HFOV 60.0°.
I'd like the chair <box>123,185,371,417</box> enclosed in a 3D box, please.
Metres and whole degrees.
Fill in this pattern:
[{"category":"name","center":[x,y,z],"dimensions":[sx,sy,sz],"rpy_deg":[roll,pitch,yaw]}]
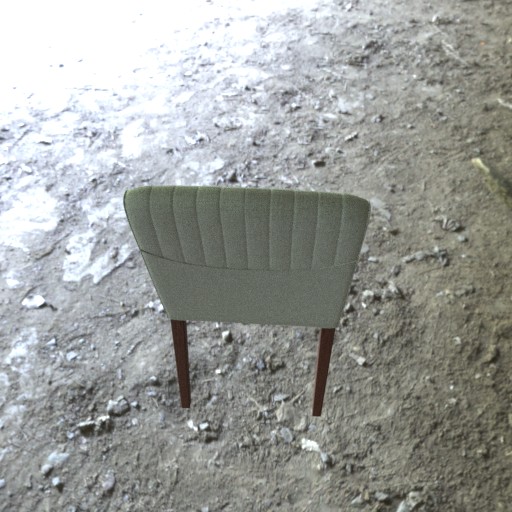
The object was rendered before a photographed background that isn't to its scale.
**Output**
[{"category":"chair","center":[0.000,0.000,1.248],"dimensions":[0.480,0.900,0.594],"rpy_deg":[3,47,3]}]
